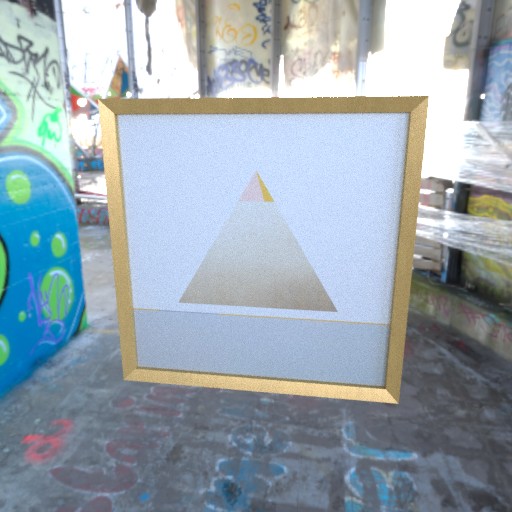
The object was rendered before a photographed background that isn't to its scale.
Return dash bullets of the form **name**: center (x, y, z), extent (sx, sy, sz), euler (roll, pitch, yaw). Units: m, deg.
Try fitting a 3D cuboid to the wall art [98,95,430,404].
- **wall art**: center (0.000, 0.000, 2.872), extent (1.935, 1.936, 0.097), euler (2, 16, 8)
